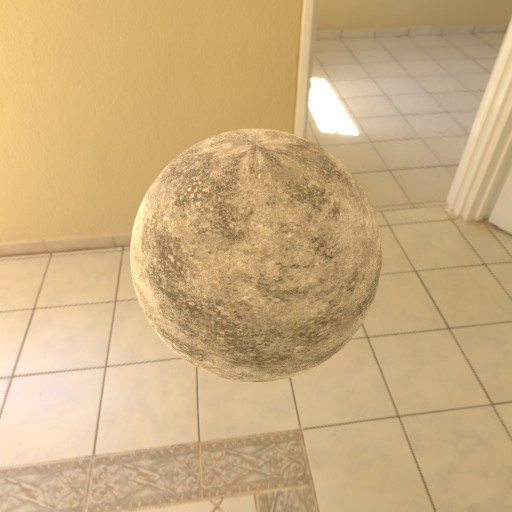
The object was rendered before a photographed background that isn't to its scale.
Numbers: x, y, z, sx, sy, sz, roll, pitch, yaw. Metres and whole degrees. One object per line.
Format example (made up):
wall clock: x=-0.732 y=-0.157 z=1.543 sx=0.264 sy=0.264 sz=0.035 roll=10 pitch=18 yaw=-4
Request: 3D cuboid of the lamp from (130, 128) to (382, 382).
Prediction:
lamp: x=0.000 y=0.000 z=0.772 sx=0.422 sy=0.429 sz=0.422 roll=0 pitch=43 yaw=0
